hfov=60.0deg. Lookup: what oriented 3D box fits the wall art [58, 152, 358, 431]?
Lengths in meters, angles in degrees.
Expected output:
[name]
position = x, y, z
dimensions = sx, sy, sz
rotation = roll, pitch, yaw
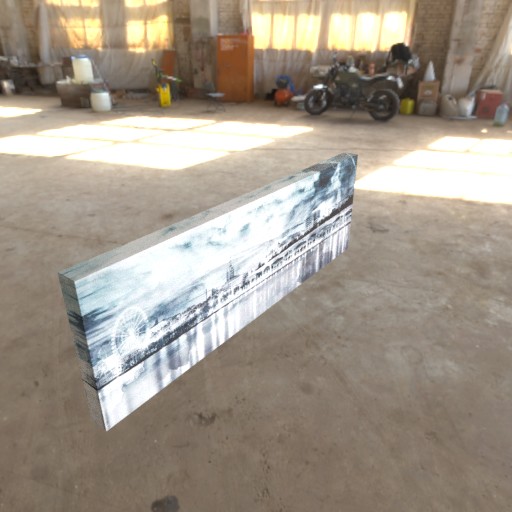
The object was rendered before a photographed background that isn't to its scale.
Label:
[wall art]
position = 0.000, 0.000, 0.862
dimensions = 0.037, 0.251, 0.759
rotation = 19, 33, 33
